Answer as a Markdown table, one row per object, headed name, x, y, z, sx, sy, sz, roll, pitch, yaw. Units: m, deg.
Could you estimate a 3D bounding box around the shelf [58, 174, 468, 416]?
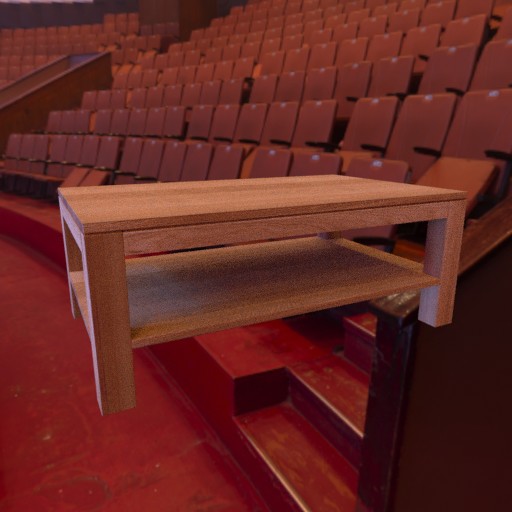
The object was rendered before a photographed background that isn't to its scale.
| name | x | y | z | sx | sy | sz | roll | pitch | yaw |
| --- | --- | --- | --- | --- | --- | --- | --- | --- | --- |
| shelf | 0.000 | 0.000 | 1.511 | 1.150 | 0.450 | 0.700 | -8 | 17 | -26 |
